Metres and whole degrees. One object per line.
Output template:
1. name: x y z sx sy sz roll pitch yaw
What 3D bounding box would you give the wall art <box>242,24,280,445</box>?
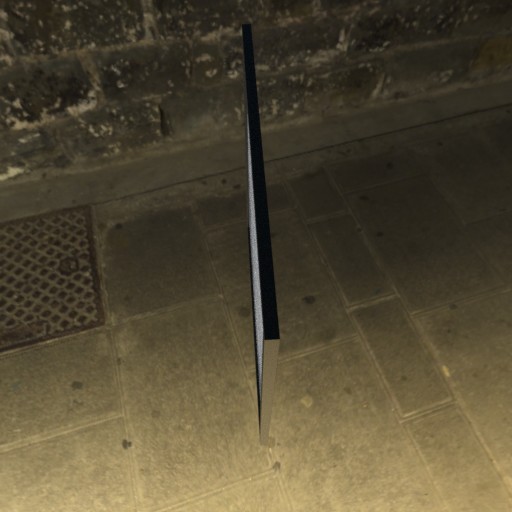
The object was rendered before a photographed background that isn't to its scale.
1. wall art: 0.000 0.000 1.185 0.022 0.807 0.807 -3 57 -2
